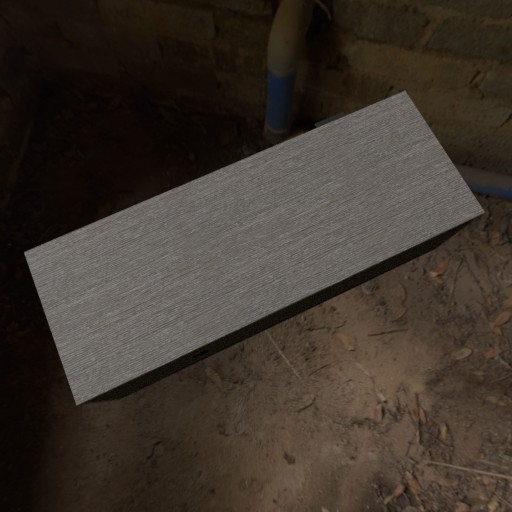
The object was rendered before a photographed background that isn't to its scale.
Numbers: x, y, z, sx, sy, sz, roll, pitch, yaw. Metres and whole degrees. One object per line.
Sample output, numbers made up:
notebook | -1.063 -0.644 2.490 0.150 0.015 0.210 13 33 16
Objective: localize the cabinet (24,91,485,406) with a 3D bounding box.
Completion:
cabinet | 0.000 0.000 1.616 1.300 0.599 0.500 -24 76 -7
